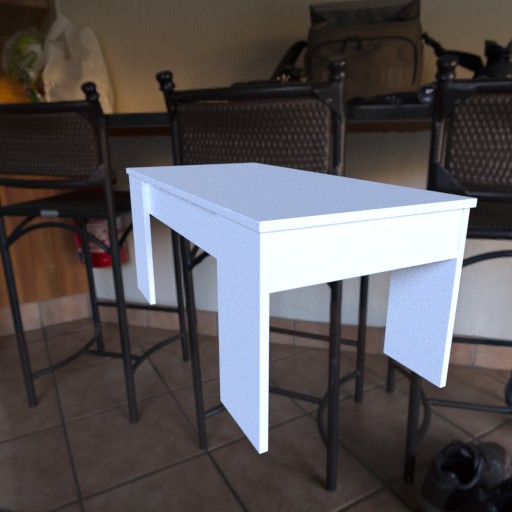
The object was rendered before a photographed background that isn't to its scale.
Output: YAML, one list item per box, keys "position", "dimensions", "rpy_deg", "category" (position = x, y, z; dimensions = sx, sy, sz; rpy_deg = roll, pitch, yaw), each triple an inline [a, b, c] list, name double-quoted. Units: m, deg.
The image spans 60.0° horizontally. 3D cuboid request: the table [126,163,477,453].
- position: [0.000, 0.000, 1.281]
  dimensions: [0.500, 0.440, 1.000]
  rpy_deg: [-8, 18, -26]
  category: "table"
